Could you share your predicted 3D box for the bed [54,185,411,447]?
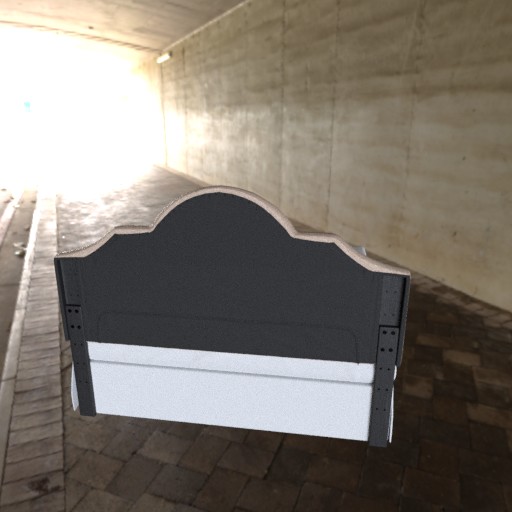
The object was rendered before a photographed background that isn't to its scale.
[{"bbox_3d":[0.000,0.000,2.901,1.667,1.194,1.970,3,17,8],"label":"bed"}]
